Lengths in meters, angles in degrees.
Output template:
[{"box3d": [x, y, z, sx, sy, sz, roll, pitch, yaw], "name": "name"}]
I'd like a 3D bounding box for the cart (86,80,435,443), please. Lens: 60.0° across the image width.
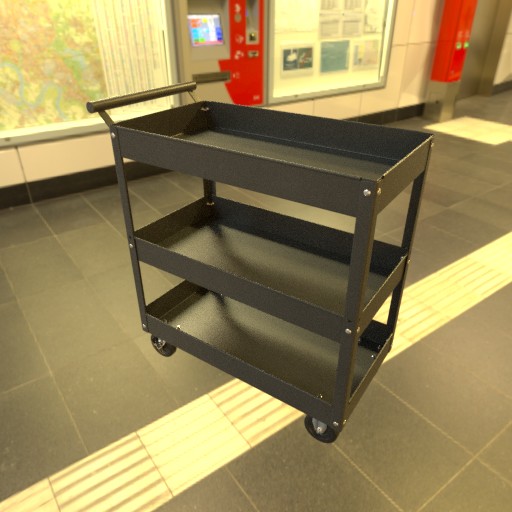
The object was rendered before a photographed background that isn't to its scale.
[{"box3d": [0.000, 0.000, 1.190, 0.719, 0.780, 0.366, 19, 35, 29], "name": "cart"}]
